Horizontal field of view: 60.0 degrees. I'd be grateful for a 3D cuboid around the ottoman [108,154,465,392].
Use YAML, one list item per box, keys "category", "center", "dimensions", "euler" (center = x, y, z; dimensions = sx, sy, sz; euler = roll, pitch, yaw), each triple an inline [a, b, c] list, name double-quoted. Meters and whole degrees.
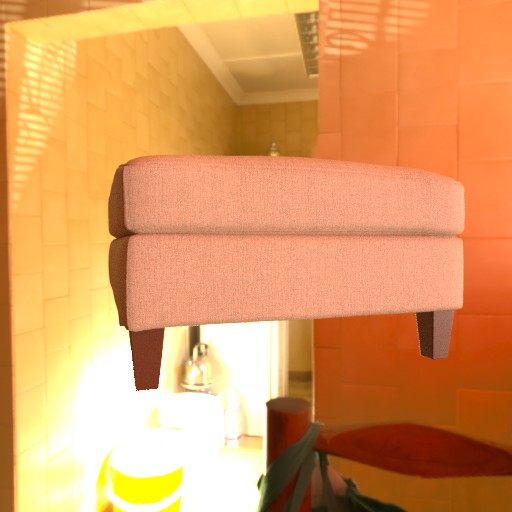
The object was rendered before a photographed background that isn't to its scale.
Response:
- category: "ottoman"
  center: [0.000, 0.000, 1.344]
  dimensions: [0.838, 0.503, 0.838]
  euler: [-1, 2, -19]
